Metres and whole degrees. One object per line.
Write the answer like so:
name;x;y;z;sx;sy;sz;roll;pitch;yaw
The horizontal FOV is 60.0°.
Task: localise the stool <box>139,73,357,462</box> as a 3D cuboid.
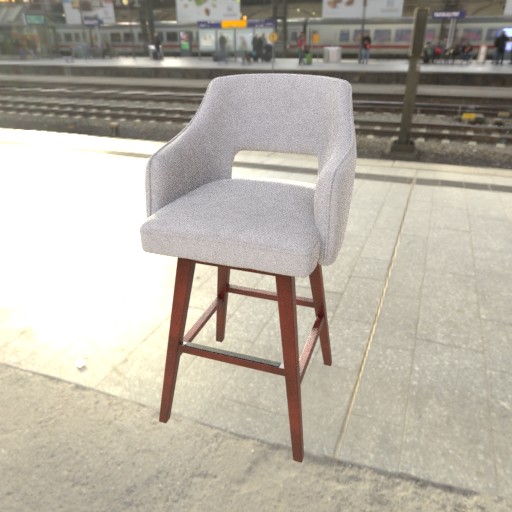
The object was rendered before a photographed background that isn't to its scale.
stool;0.000;0.000;1.367;0.548;1.012;0.558;9;27;17
